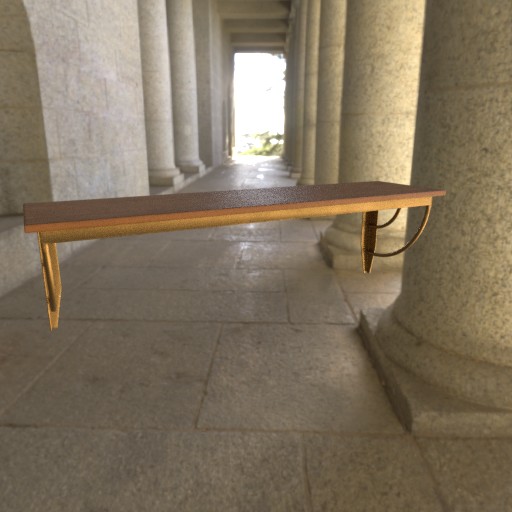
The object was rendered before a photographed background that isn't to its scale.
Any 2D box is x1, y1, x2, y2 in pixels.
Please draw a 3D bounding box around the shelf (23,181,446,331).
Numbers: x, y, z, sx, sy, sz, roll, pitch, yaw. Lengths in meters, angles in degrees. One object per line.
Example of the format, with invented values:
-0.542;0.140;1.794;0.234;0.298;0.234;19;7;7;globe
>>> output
0.000;0.000;0.704;0.636;0.190;0.166;-8;18;-26;shelf
